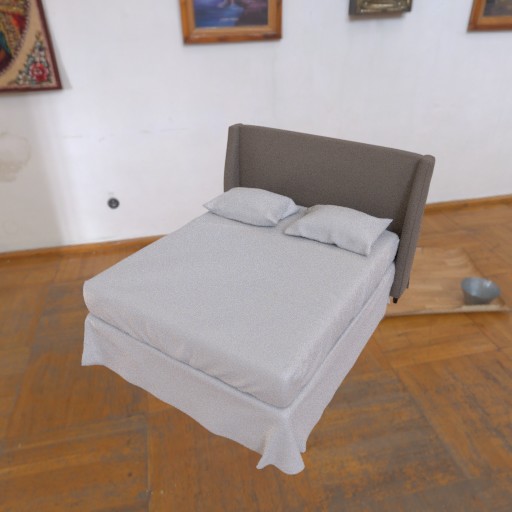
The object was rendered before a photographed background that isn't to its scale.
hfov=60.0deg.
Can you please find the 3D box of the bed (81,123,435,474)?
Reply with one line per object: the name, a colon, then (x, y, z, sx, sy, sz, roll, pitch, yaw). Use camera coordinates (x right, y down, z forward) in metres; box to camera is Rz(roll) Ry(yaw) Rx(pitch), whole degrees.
bed: (0.000, 0.000, 3.415, 1.925, 1.332, 2.276, 18, 35, 28)
